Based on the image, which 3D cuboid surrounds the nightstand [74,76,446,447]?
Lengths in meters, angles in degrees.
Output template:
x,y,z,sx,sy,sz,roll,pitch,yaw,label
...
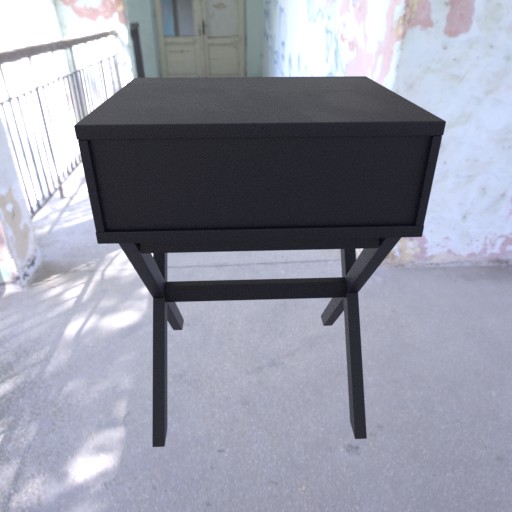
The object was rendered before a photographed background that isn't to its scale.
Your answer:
x,y,z,sx,sy,sz,roll,pitch,yaw,label
0.000,0.000,0.897,0.479,0.623,0.402,-1,30,-2,nightstand
